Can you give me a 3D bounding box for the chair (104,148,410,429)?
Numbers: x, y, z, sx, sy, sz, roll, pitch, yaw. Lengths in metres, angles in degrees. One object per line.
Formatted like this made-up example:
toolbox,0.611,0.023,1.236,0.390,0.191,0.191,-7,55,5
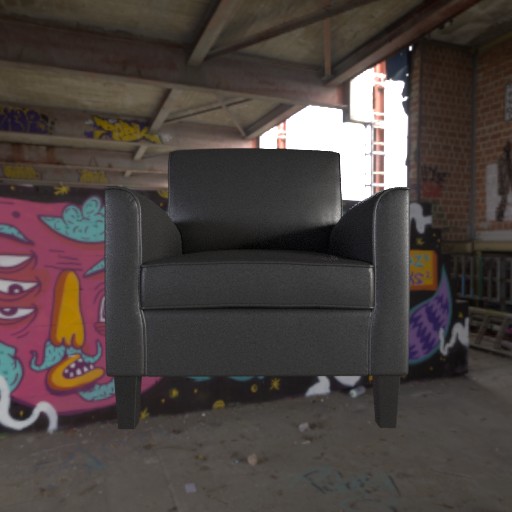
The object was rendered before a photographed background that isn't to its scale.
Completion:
chair,0.000,0.000,1.555,0.820,0.916,0.819,0,1,-1
